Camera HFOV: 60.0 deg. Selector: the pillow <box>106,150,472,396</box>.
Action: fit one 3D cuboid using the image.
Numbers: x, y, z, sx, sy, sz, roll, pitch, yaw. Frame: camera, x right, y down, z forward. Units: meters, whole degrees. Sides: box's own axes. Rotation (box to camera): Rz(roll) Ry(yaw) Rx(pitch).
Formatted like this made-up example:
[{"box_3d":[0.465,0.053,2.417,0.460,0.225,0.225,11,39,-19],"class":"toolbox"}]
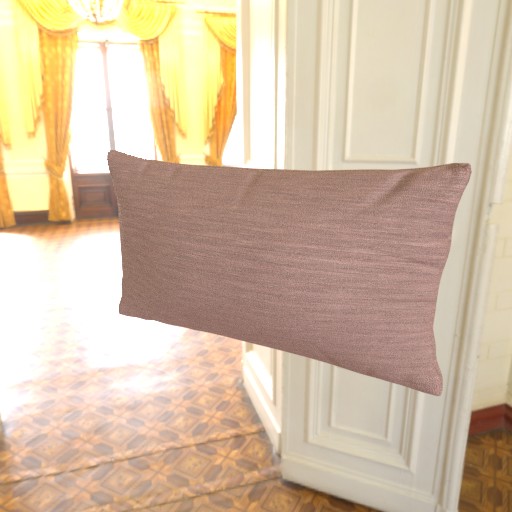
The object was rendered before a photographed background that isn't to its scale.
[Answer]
[{"box_3d":[0.000,0.000,0.757,0.633,0.338,0.210,9,19,26],"class":"pillow"}]
